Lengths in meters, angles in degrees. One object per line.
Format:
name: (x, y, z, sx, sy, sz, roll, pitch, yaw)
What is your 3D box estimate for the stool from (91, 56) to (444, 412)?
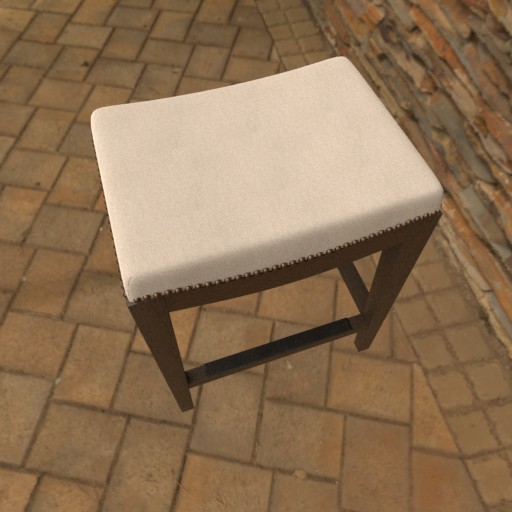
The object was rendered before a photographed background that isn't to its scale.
stool: (0.000, 0.000, 0.940, 0.500, 0.642, 0.361, -16, 59, -10)
